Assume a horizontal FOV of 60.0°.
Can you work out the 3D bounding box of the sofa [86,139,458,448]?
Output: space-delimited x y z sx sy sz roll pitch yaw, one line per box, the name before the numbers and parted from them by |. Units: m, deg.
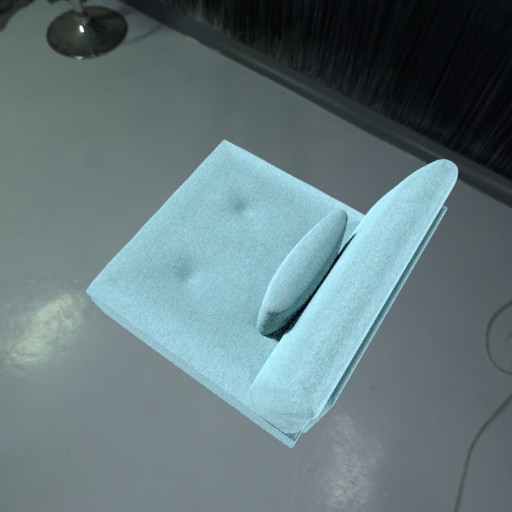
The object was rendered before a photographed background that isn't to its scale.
sofa | 0.000 0.000 1.687 1.000 0.820 0.930 31 67 15
